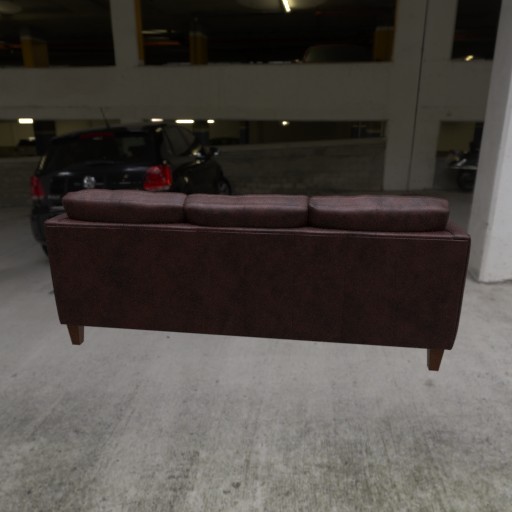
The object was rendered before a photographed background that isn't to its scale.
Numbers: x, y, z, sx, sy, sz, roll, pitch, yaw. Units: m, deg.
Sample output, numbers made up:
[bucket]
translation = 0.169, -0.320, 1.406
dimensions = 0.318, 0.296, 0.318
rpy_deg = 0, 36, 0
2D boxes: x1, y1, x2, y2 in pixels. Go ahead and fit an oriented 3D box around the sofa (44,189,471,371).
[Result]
[sofa]
translation = 0.000, 0.000, 3.066
dimensions = 2.464, 1.006, 1.045
rpy_deg = 2, 17, 8
